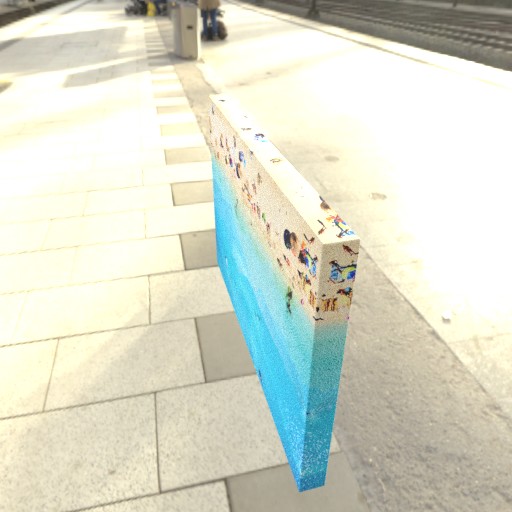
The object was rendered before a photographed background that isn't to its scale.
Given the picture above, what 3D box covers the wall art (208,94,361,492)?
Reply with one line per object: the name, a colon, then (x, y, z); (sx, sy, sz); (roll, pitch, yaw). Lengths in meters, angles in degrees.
wall art: (0.000, 0.000, 1.121); (0.057, 0.595, 0.894); (-8, 33, -13)
